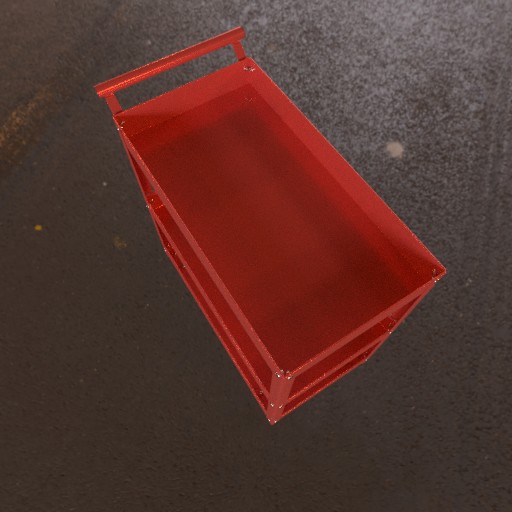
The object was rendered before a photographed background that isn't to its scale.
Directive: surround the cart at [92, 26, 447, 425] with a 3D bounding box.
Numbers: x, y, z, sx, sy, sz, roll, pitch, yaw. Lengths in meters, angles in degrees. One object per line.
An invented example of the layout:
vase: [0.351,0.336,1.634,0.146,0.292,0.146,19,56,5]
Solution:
cart: [0.000,0.000,1.184,0.366,0.780,0.719,-29,66,-14]
